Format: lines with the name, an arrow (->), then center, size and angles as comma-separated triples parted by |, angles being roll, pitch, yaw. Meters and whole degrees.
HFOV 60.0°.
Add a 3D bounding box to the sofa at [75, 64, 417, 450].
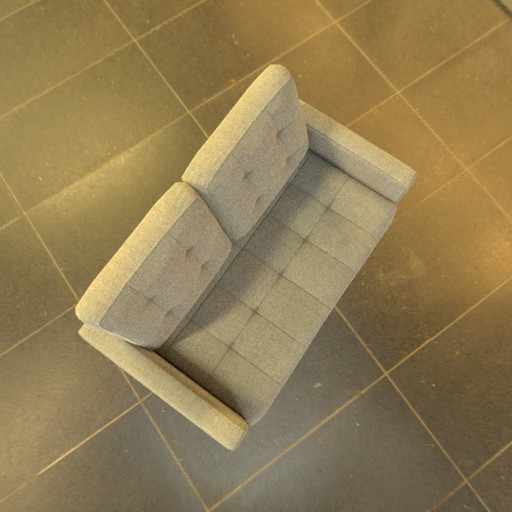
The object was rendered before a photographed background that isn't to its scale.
sofa -> 0.000, 0.000, 1.975 | 0.842, 0.907, 1.407 | 34, 79, 8
